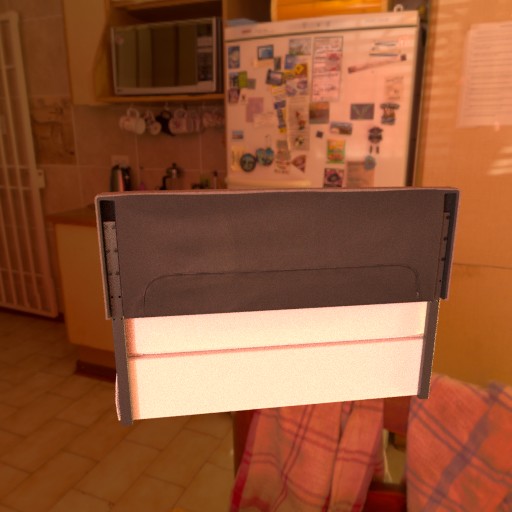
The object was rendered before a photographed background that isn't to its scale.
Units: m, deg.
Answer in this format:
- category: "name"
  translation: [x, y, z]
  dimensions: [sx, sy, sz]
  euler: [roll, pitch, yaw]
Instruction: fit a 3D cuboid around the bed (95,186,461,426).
- category: "bed"
  translation: [0.000, 0.000, 2.896]
  dimensions: [1.610, 1.089, 1.894]
  euler: [-2, 15, -8]
